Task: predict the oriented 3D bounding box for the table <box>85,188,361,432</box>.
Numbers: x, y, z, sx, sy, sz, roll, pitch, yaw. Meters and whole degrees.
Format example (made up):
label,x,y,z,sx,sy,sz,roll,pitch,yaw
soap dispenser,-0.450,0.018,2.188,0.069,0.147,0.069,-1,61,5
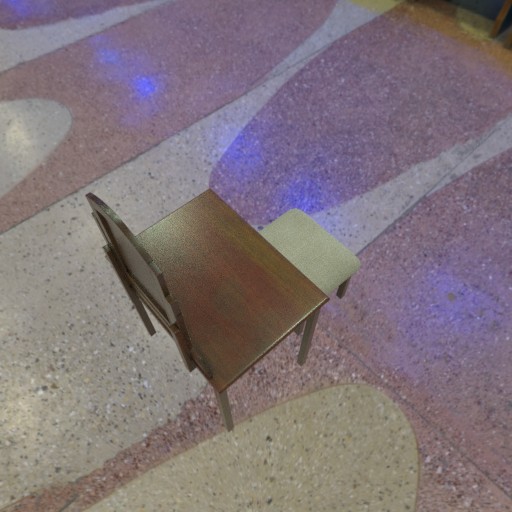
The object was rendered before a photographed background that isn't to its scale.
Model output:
label,x,y,z,sx,sy,sz,roll,pitch,yaw
table,0.000,0.000,2.235,1.211,1.631,0.876,-37,65,-21
